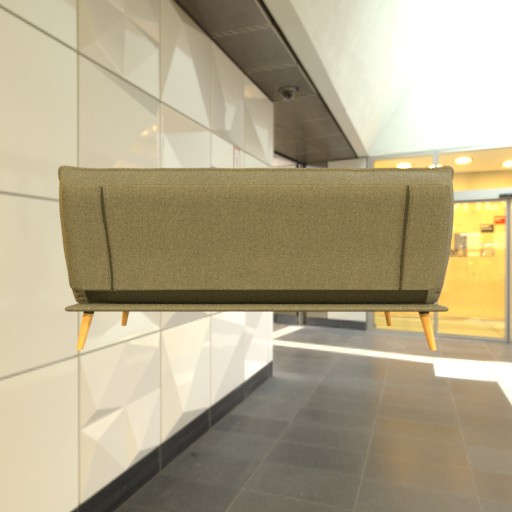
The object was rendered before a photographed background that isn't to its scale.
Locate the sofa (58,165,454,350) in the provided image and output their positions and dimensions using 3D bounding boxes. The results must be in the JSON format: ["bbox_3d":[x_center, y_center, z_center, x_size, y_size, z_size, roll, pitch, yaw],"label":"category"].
[{"bbox_3d":[0.000,0.000,2.468,1.940,0.890,0.950,0,0,0],"label":"sofa"}]
